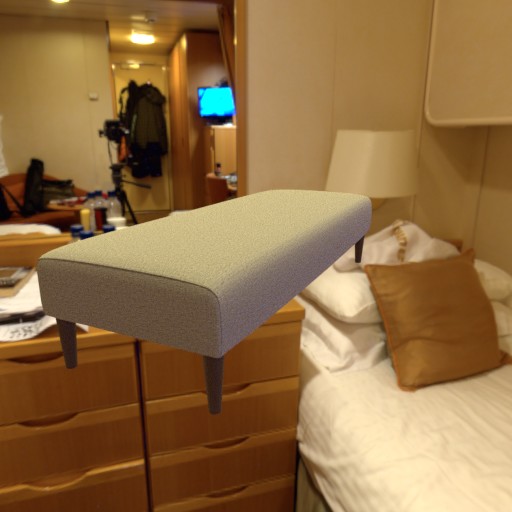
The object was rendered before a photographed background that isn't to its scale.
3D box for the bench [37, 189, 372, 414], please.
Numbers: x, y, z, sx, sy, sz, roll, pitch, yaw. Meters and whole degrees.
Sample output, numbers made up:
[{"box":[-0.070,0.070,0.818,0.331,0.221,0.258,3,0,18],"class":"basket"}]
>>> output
[{"box":[0.000,0.000,1.833,0.631,0.383,1.598,7,17,25],"class":"bench"}]
